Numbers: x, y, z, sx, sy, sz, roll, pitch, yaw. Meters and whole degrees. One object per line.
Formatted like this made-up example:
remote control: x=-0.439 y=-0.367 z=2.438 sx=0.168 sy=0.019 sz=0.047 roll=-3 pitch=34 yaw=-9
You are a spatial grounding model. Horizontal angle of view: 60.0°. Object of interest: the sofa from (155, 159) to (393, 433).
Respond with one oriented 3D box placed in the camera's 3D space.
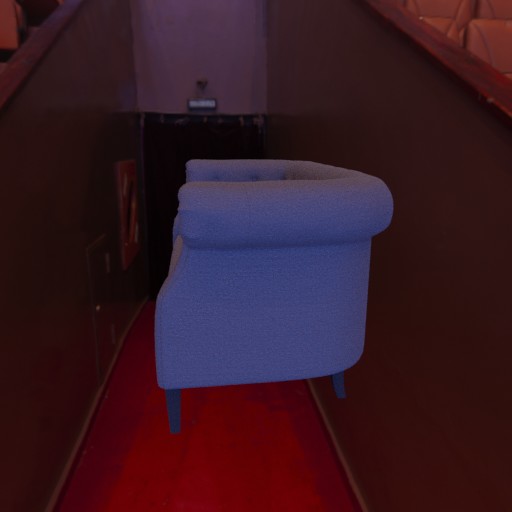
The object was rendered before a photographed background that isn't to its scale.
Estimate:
sofa: x=0.000 y=0.000 z=2.067 sx=0.835 sy=0.827 sz=1.558 roll=-2 pitch=15 yaw=-8
